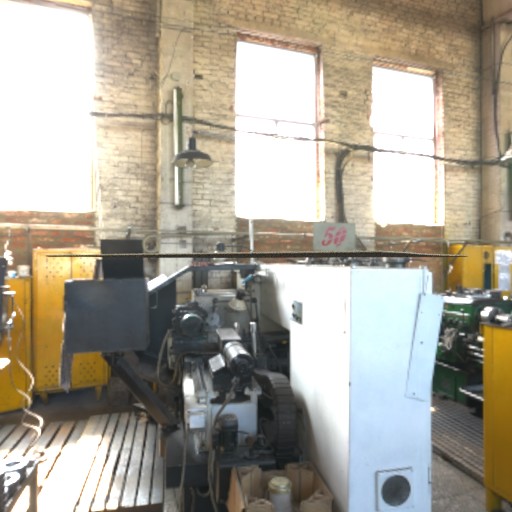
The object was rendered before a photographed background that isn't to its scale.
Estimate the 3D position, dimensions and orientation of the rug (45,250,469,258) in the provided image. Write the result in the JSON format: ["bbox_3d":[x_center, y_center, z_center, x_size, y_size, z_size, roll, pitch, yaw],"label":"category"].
[{"bbox_3d":[0.000,0.000,5.034,3.935,0.025,2.782,0,-1,36],"label":"rug"}]
